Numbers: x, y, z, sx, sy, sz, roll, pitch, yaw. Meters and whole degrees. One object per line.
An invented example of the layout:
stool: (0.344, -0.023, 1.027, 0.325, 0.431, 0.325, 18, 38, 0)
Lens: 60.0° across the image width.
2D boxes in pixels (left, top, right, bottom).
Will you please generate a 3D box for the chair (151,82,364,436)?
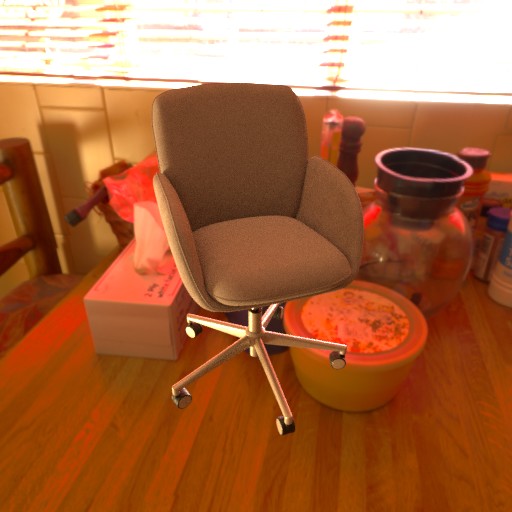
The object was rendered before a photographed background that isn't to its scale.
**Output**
chair: (0.000, 0.000, 1.419, 0.648, 0.959, 0.654, -9, 31, -16)
